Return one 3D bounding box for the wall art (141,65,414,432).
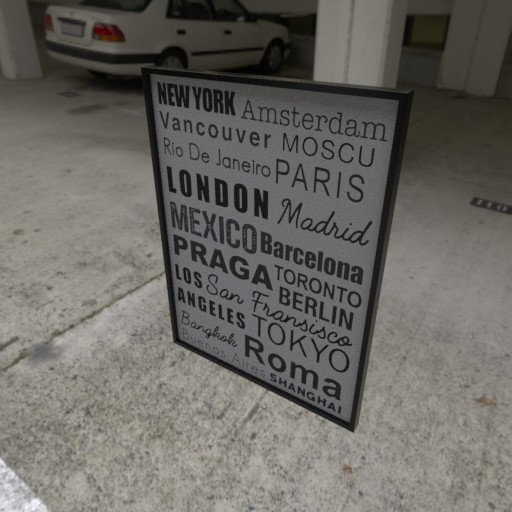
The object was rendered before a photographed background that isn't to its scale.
[{"bbox_3d":[0.000,0.000,1.382,0.788,1.046,0.043,18,34,29],"label":"wall art"}]
